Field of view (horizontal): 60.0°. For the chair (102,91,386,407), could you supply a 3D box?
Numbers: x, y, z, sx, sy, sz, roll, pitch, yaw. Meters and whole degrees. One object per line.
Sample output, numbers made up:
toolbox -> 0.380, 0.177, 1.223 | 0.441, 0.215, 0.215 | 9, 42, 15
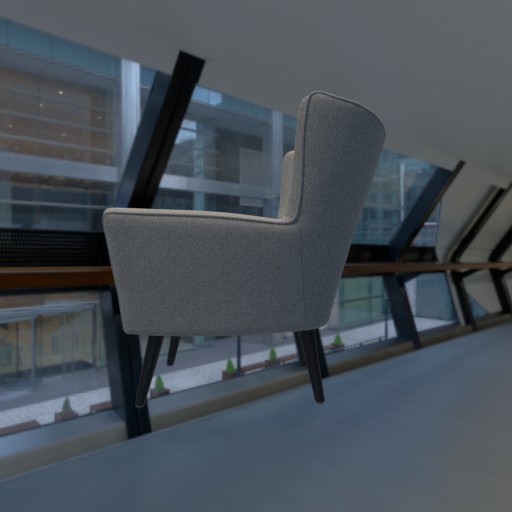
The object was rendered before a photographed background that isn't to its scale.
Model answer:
chair -> 0.000, 0.000, 1.623 | 0.888, 0.933, 0.781 | 0, 1, 0
